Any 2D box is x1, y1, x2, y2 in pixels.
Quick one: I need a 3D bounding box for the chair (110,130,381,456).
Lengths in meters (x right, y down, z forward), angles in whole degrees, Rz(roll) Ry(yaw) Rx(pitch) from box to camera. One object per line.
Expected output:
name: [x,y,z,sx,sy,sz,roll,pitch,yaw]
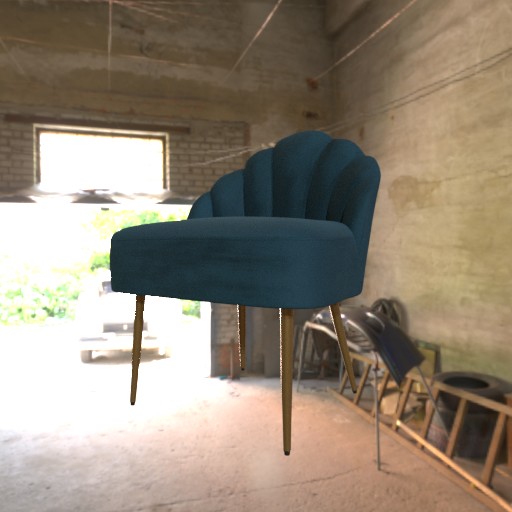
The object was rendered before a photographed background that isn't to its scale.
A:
chair: [0.000,0.000,1.257,0.657,0.819,0.599,1,2,36]
